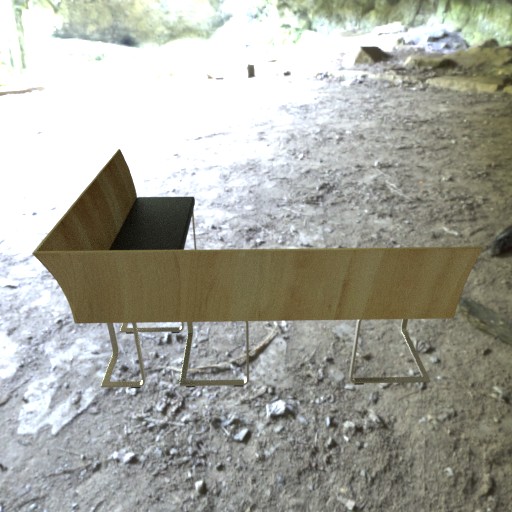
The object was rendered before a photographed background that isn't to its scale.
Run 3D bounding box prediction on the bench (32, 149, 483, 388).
[{"bbox_3d":[0.000,0.000,2.787,1.945,0.930,1.495,-1,30,-1],"label":"bench"}]
